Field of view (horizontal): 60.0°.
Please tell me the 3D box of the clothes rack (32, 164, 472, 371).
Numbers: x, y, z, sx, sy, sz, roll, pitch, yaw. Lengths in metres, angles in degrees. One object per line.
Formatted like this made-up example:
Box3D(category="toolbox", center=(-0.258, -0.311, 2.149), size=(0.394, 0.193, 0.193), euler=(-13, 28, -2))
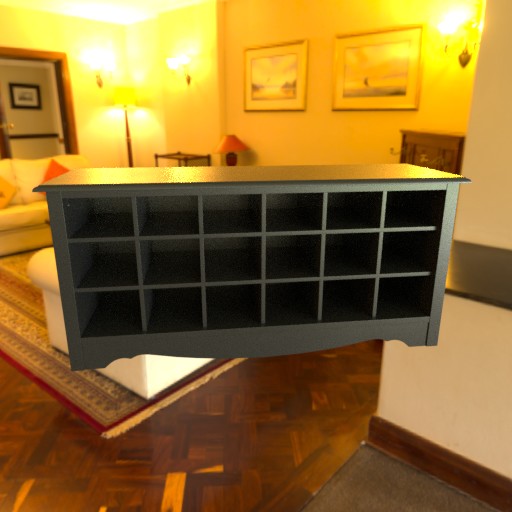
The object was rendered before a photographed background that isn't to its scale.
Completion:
Box3D(category="clothes rack", center=(0.000, 0.000, 1.491), size=(1.219, 0.556, 0.406), euler=(-2, 18, -7))
